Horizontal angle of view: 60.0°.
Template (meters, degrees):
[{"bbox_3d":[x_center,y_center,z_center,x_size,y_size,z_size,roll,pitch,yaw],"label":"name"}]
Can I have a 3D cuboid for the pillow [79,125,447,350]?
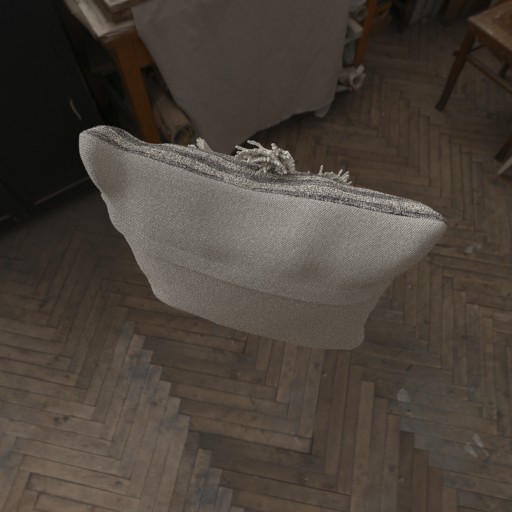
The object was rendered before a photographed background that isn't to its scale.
[{"bbox_3d":[0.000,0.000,0.769,0.484,0.490,0.234,15,65,8],"label":"pillow"}]
